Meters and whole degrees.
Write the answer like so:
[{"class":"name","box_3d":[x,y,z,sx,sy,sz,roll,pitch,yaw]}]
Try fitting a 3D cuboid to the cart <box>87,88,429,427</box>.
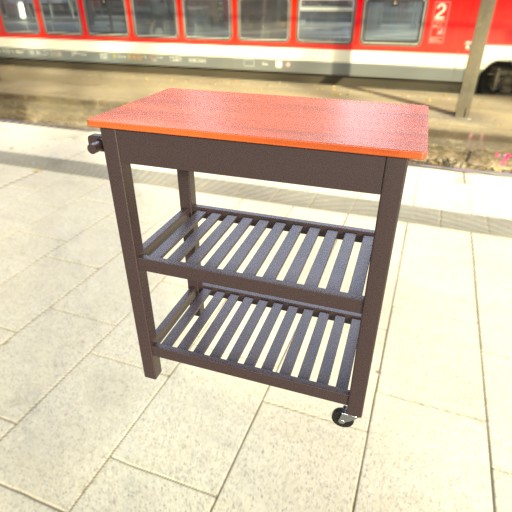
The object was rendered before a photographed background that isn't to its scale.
[{"class":"cart","box_3d":[0.000,0.000,1.457,0.899,0.927,0.457,10,32,16]}]
